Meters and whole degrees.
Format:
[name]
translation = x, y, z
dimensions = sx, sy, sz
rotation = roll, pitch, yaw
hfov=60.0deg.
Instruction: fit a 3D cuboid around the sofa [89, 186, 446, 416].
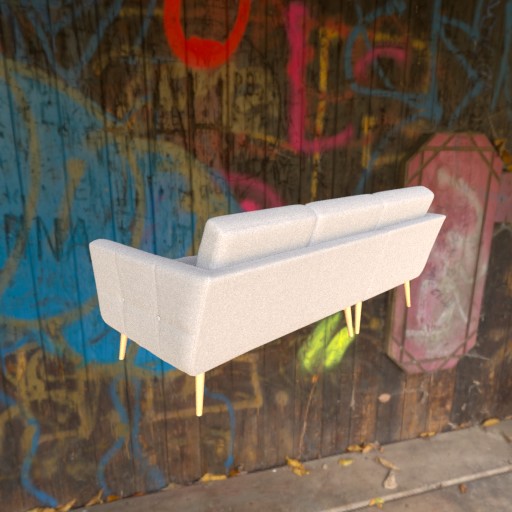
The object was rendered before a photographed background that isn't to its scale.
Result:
[sofa]
translation = 0.000, 0.000, 2.815
dimensions = 2.040, 0.860, 1.530
rotation = -14, 20, -42
